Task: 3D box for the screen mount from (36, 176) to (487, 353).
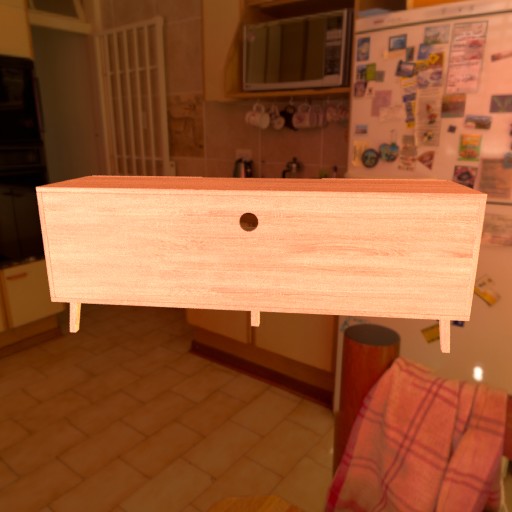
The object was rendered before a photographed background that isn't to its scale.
[{"bbox_3d":[0.000,0.000,1.743,1.500,0.570,0.420,2,16,6],"label":"screen mount"}]
